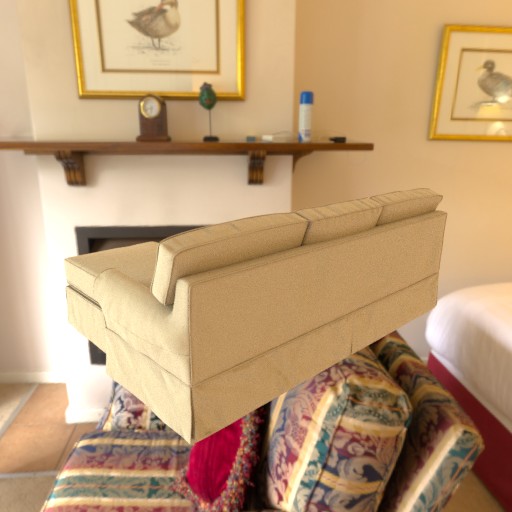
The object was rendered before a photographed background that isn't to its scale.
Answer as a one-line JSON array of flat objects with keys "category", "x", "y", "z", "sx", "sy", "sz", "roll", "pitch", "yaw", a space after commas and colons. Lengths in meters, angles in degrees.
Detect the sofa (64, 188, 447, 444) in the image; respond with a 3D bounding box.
[{"category": "sofa", "x": 0.000, "y": 0.000, "z": 3.276, "sx": 2.475, "sy": 0.978, "sz": 1.733, "roll": -15, "pitch": 22, "yaw": -41}]
